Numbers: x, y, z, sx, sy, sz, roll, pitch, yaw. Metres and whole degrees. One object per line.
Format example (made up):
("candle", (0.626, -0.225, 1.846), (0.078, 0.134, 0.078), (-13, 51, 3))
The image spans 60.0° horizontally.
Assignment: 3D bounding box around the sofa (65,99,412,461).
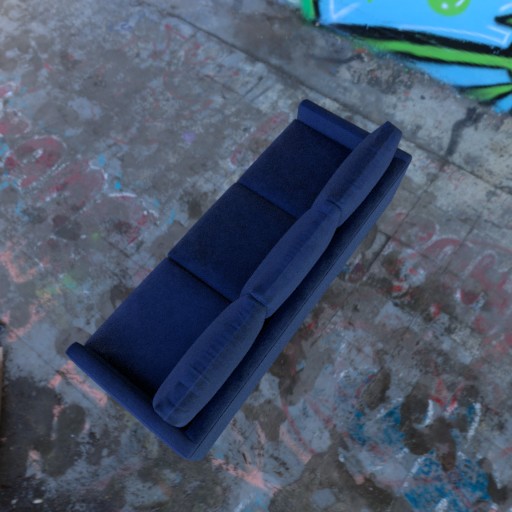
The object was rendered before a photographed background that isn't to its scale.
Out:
("sofa", (0.000, 0.000, 2.729), (0.875, 0.879, 2.252), (34, 69, 15))
